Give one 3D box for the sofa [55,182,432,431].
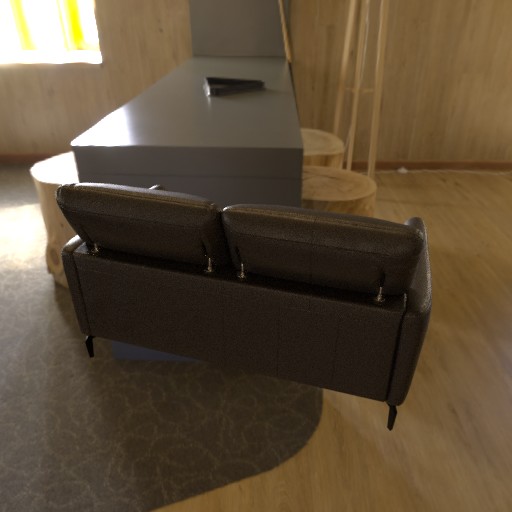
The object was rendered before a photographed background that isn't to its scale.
[{"bbox_3d":[0.000,0.000,2.166,1.596,0.920,0.958,9,32,15],"label":"sofa"}]
